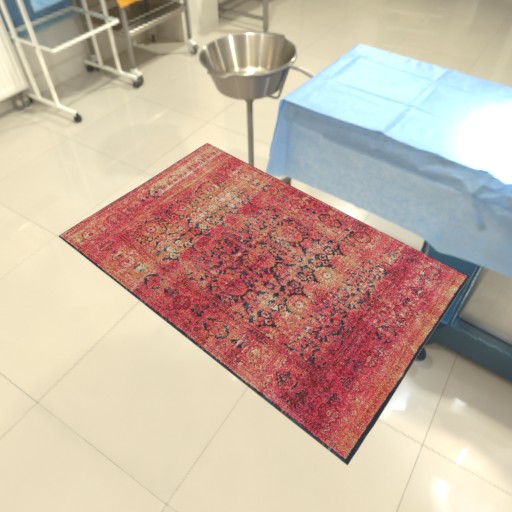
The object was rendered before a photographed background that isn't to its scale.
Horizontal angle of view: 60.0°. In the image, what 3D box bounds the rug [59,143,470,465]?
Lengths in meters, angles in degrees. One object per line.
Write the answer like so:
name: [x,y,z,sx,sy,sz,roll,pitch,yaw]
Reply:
rug: [0.000,0.000,3.082,2.449,0.018,1.539,32,55,25]
